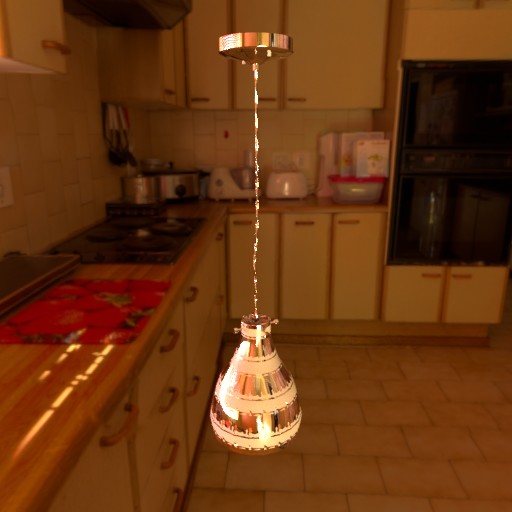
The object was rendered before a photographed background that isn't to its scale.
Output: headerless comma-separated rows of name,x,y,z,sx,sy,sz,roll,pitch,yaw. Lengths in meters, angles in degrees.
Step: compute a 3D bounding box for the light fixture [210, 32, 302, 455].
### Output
light fixture,0.000,0.000,1.641,0.374,1.457,0.374,-8,17,-27
